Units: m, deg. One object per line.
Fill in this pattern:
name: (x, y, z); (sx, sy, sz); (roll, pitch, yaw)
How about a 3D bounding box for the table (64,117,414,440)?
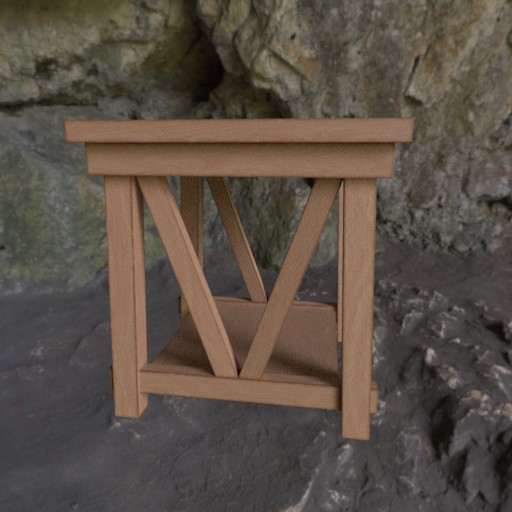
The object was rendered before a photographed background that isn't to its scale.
table: (0.000, 0.000, 1.131); (0.612, 0.638, 0.610); (2, 14, 9)
